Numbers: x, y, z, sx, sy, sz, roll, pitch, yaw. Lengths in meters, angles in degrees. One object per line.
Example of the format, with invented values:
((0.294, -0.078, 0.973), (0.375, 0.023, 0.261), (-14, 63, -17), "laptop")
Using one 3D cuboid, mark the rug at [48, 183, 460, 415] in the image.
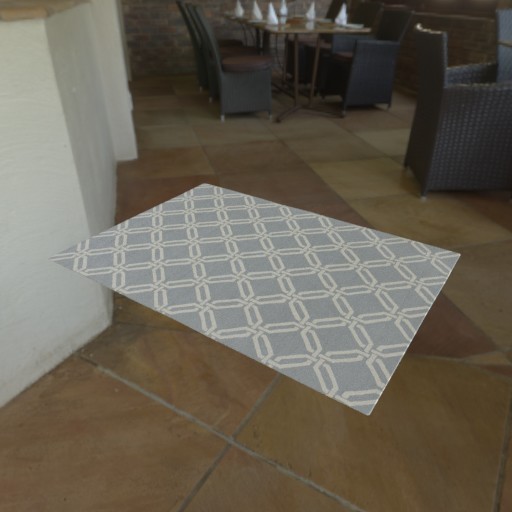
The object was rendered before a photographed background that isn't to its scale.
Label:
((0.000, 0.000, 2.810), (2.133, 0.013, 1.522), (19, 36, 29), "rug")
